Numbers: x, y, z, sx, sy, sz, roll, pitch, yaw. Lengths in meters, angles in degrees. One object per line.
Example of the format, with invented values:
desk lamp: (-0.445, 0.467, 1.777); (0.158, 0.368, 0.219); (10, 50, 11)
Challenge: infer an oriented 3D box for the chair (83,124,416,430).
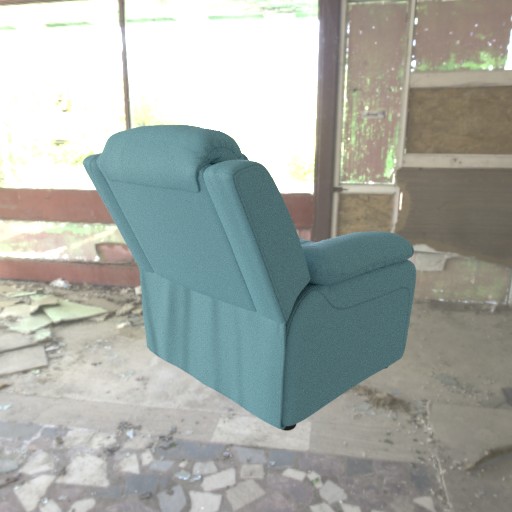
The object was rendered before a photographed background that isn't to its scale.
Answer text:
chair: (0.000, 0.000, 1.253); (0.709, 0.702, 0.680); (-15, 21, -43)
